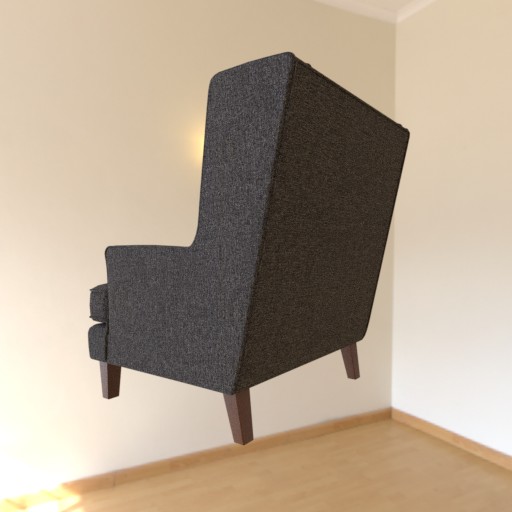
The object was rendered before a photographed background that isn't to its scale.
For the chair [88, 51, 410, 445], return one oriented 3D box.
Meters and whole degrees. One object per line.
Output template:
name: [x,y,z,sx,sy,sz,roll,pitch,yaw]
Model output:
chair: [0.000,0.000,1.768,0.927,1.082,0.942,1,2,36]
